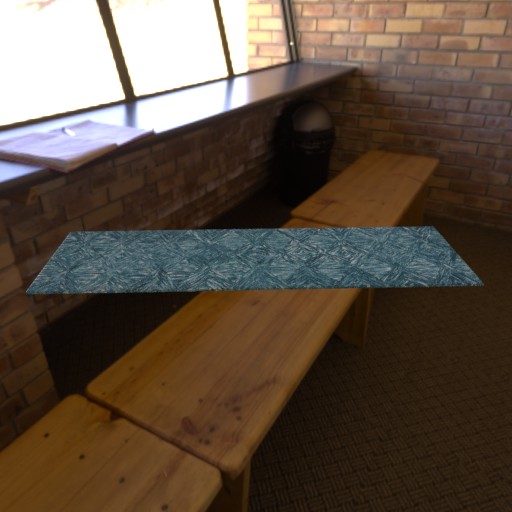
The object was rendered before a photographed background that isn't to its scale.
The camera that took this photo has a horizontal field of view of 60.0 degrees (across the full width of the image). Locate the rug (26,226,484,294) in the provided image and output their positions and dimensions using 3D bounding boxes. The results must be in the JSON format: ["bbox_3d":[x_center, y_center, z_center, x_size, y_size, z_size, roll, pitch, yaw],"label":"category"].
[{"bbox_3d":[0.000,0.000,2.501,2.286,0.016,0.676,-1,29,-2],"label":"rug"}]
